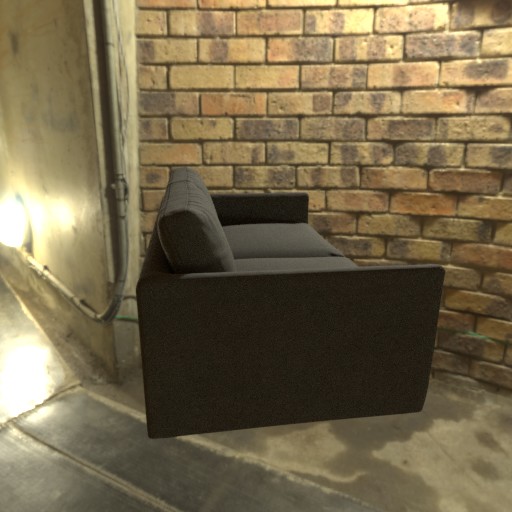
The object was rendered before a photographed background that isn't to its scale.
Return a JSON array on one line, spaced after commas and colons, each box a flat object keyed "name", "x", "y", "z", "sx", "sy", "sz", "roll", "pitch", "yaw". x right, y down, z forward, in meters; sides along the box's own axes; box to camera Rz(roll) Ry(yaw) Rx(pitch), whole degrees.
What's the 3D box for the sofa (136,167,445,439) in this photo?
[{"name": "sofa", "x": 0.000, "y": 0.000, "z": 2.461, "sx": 1.091, "sy": 0.845, "sz": 1.909, "roll": -3, "pitch": 17, "yaw": -9}]
